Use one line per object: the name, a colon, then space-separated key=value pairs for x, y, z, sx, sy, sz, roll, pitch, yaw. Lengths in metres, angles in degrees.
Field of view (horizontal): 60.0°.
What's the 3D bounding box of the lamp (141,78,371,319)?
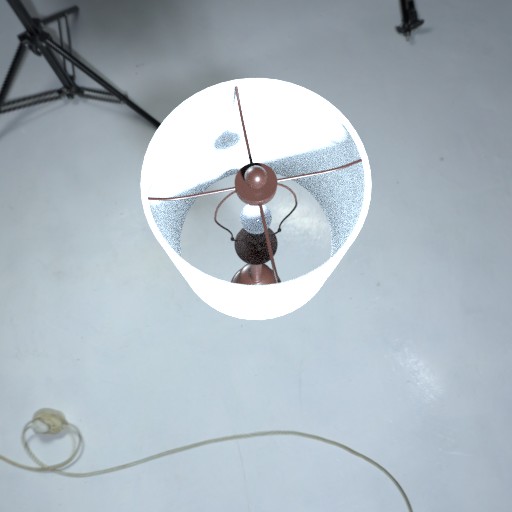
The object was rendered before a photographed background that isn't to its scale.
lamp: x=0.000 y=0.000 z=0.808 sx=0.254 sy=0.690 sz=0.254 roll=-11 pitch=75 yaw=-3
